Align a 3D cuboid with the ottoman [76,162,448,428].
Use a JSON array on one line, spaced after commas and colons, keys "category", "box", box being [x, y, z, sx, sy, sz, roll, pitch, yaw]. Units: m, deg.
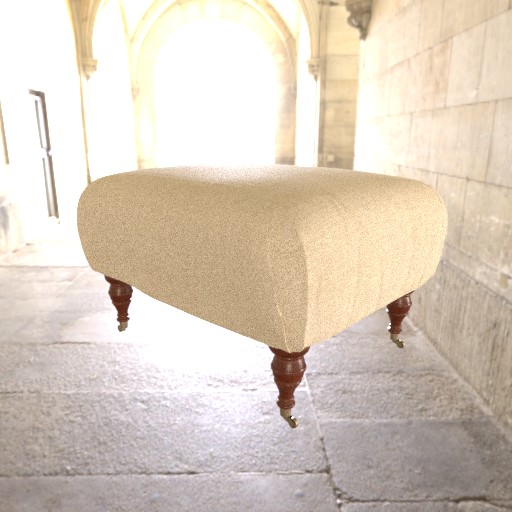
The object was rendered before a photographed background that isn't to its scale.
[{"category": "ottoman", "box": [0.000, 0.000, 1.119, 0.747, 0.450, 0.622, 14, 21, 41]}]
